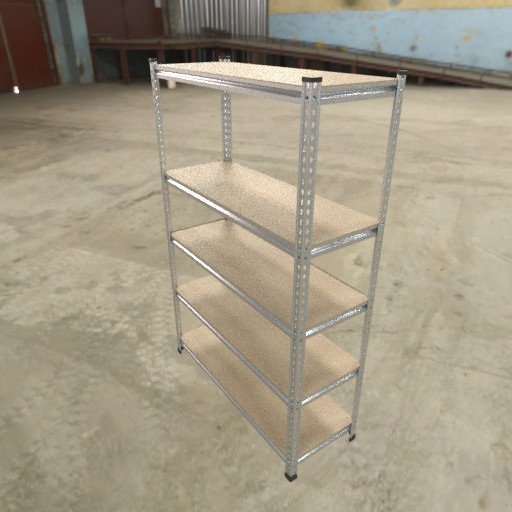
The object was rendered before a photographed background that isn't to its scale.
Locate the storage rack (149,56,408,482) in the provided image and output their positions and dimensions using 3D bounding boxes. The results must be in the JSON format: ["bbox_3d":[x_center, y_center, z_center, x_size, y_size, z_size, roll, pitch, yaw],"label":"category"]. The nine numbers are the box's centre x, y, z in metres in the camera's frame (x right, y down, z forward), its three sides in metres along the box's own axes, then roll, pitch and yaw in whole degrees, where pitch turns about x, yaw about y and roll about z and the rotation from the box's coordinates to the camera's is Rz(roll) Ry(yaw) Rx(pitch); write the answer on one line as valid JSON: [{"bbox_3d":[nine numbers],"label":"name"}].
[{"bbox_3d":[0.000,0.000,2.294,0.457,1.829,1.219,-18,32,-31],"label":"storage rack"}]
